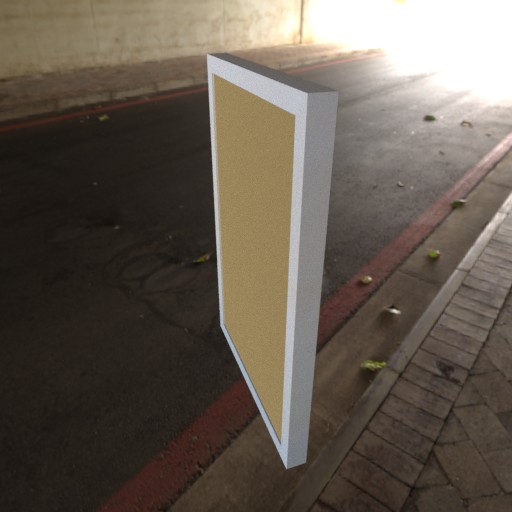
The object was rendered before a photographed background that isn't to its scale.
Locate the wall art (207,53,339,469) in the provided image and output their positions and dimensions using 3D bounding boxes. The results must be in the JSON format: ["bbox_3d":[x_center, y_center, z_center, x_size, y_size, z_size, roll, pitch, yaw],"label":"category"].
[{"bbox_3d":[0.000,0.000,0.775,0.038,0.611,0.408,-10,32,-17],"label":"wall art"}]
